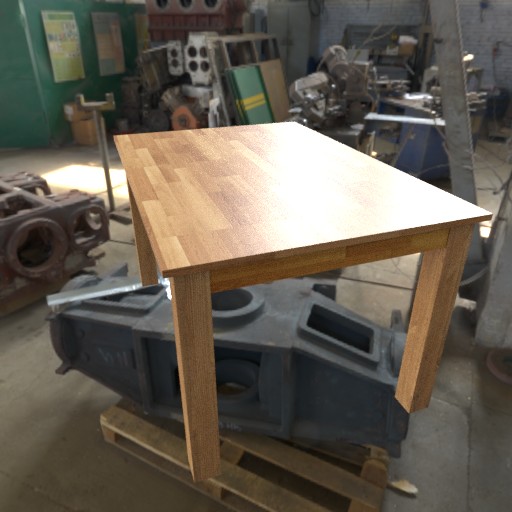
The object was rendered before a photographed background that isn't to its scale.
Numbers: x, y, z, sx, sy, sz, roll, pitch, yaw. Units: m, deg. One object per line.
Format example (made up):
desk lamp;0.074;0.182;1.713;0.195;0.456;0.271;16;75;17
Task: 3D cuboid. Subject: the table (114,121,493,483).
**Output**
table;0.000;0.000;1.786;0.900;0.750;1.300;-10;30;-18
